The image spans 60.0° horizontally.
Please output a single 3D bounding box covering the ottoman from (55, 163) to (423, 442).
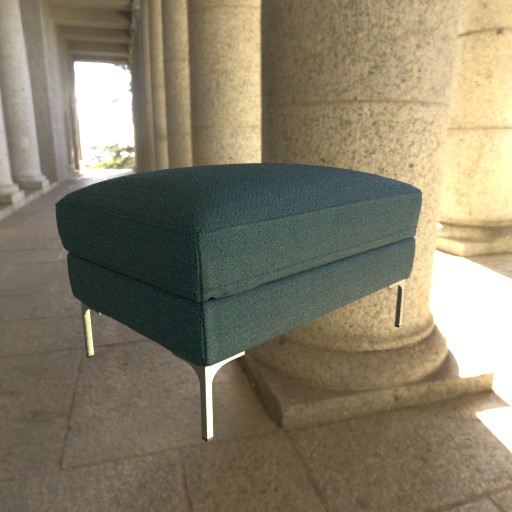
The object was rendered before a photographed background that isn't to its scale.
[{"bbox_3d":[0.000,0.000,1.214,0.563,0.498,0.856,14,19,43],"label":"ottoman"}]
